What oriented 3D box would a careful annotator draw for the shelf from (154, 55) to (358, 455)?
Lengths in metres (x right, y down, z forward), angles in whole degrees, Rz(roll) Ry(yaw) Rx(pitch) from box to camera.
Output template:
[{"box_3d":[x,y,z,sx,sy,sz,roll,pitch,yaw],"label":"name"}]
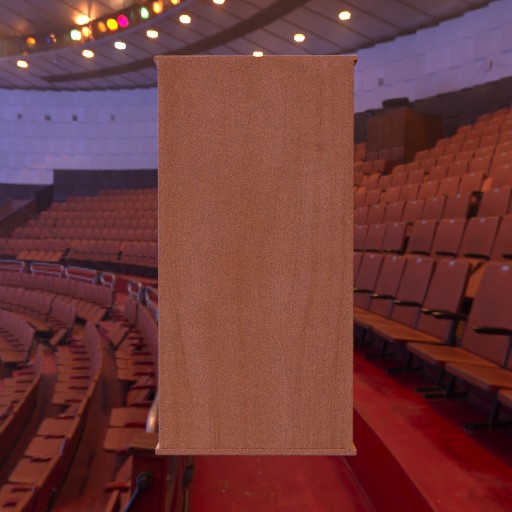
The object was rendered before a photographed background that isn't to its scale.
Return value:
[{"box_3d":[0.000,0.000,1.225,0.520,1.030,0.175,0,1,0],"label":"shelf"}]
